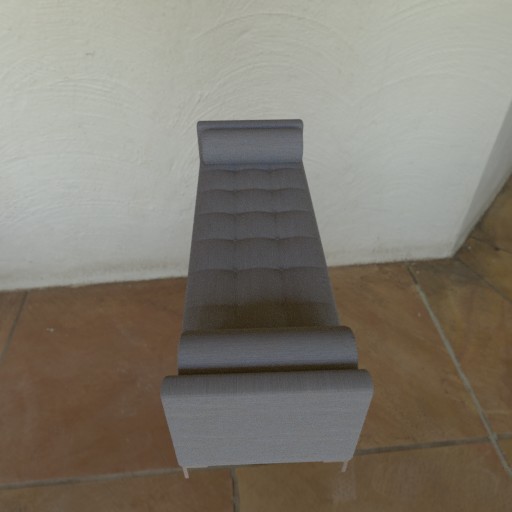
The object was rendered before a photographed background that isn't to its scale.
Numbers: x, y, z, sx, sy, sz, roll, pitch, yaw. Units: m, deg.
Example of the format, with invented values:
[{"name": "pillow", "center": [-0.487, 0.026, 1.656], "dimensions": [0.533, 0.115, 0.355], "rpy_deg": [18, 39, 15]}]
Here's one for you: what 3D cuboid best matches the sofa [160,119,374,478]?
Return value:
[{"name": "sofa", "center": [0.000, 0.000, 2.327], "dimensions": [0.686, 0.635, 1.981], "rpy_deg": [-2, 42, -2]}]
